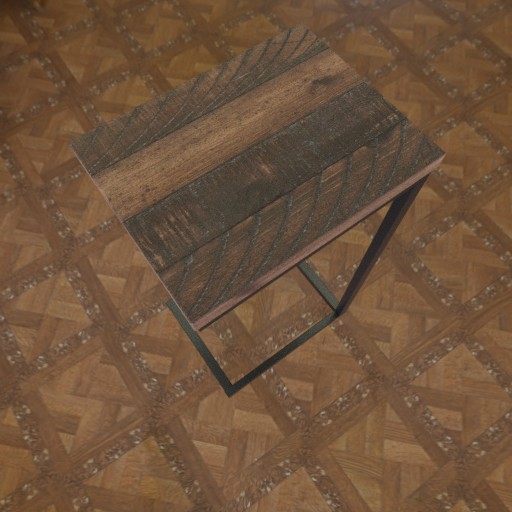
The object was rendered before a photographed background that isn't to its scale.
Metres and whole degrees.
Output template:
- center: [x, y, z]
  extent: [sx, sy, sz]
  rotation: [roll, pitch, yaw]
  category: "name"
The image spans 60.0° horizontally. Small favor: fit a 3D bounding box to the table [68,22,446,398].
- center: [0.000, 0.000, 0.936]
  extent: [0.414, 0.718, 0.323]
  rotation: [-33, 70, -14]
  category: "table"
